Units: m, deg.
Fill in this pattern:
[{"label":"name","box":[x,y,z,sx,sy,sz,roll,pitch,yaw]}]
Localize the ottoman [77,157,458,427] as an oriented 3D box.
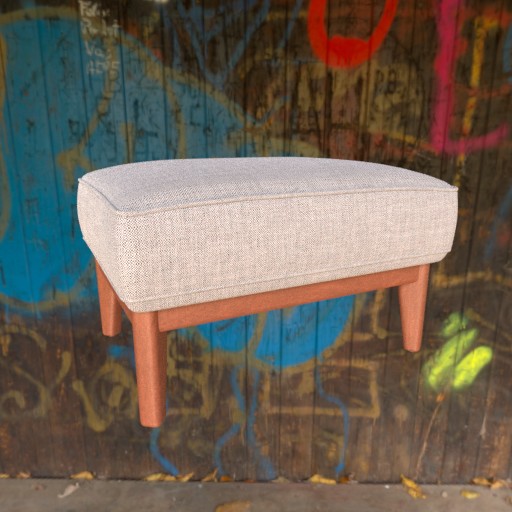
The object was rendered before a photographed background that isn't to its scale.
[{"label":"ottoman","box":[0.000,0.000,1.074,0.750,0.458,0.555,-7,17,-26]}]
